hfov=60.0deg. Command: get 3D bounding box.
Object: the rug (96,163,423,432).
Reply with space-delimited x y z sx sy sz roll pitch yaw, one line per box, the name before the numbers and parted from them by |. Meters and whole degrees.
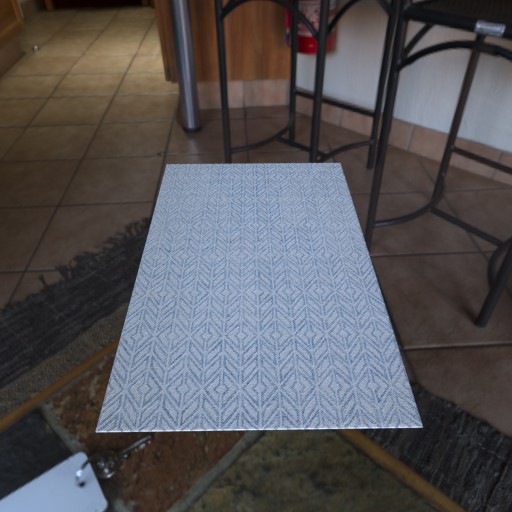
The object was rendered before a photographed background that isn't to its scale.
rug | 0.000 0.000 2.979 1.526 0.008 2.441 -1 42 -1
